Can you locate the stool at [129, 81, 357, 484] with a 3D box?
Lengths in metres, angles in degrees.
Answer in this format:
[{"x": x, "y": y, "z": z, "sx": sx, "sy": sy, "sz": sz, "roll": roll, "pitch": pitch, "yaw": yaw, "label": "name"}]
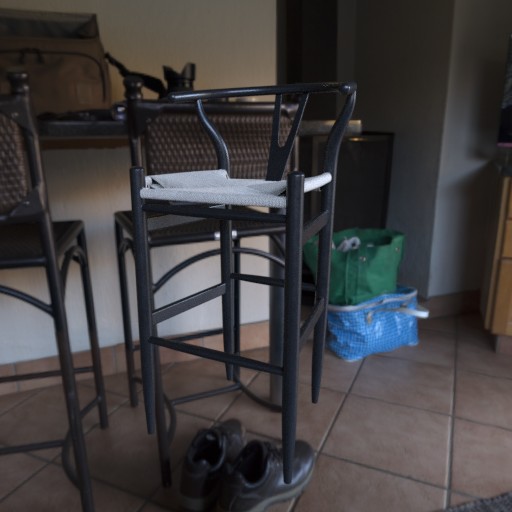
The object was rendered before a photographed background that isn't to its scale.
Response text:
[{"x": 0.000, "y": 0.000, "z": 1.395, "sx": 0.569, "sy": 1.072, "sz": 0.579, "roll": 7, "pitch": 16, "yaw": 26, "label": "stool"}]
